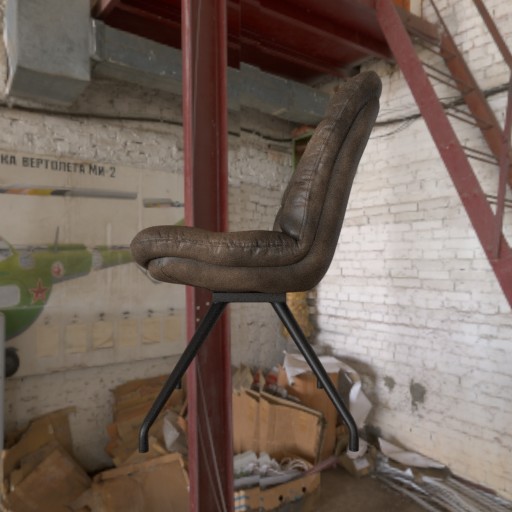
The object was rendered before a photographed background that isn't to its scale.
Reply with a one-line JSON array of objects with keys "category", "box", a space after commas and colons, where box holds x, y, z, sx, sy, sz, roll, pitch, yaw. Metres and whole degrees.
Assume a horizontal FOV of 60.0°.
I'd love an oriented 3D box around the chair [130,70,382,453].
[{"category": "chair", "box": [0.000, 0.000, 1.229, 0.622, 0.870, 0.549, 0, 0, -1]}]
